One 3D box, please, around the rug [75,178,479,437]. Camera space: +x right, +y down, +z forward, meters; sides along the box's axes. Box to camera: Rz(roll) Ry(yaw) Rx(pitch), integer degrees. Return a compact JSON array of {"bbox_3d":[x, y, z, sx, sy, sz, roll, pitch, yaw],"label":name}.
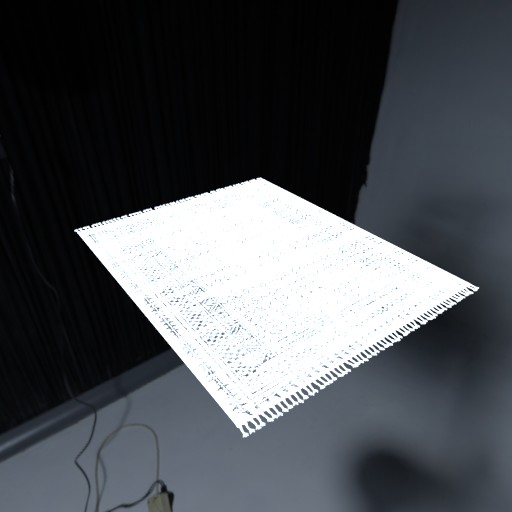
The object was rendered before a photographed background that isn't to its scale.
[{"bbox_3d":[0.000,0.000,3.963,2.312,0.013,2.940,-21,38,-30],"label":"rug"}]
